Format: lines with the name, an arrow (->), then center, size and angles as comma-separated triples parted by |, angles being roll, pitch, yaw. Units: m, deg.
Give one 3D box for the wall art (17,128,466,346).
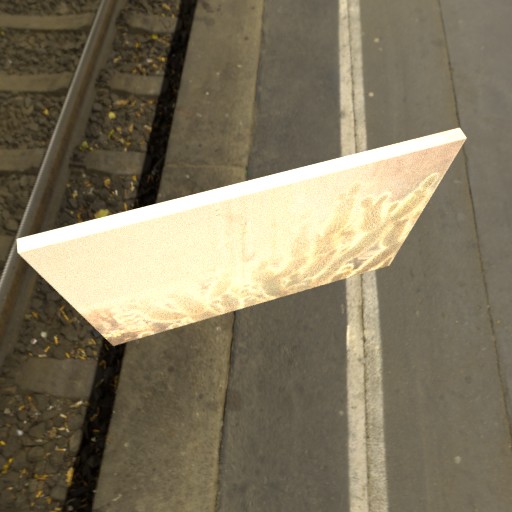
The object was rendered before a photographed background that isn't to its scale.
wall art -> 0.000, 0.000, 1.424 | 1.142, 0.758, 0.041 | -15, 64, -8
